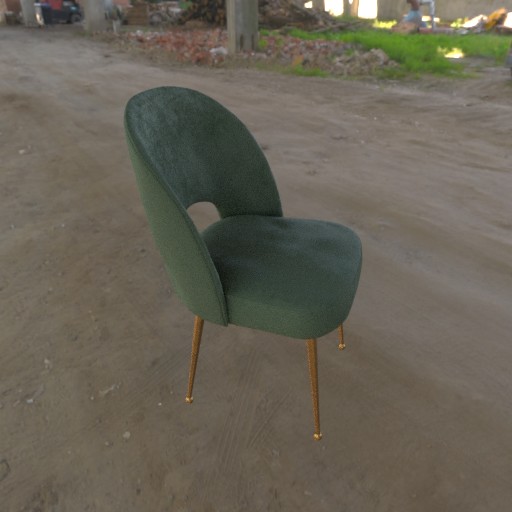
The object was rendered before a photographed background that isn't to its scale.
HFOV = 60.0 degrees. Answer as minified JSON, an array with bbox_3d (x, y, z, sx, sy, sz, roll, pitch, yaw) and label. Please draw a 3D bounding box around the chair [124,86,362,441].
[{"bbox_3d":[0.000,0.000,1.248,0.577,0.860,0.527,10,31,17],"label":"chair"}]
